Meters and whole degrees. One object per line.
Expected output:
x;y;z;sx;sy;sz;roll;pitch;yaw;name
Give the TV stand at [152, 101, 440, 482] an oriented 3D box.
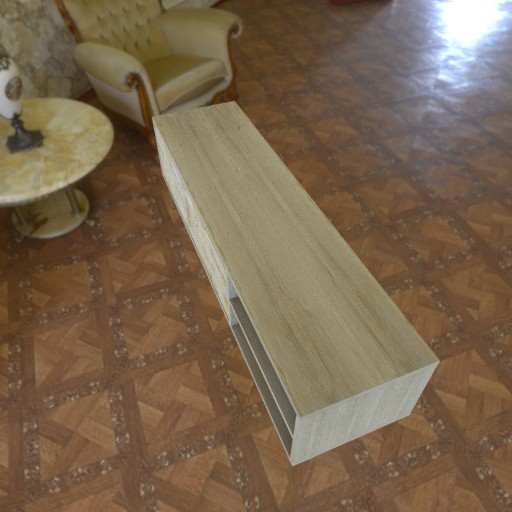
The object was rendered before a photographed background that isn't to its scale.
0.000;0.000;1.855;0.420;0.550;1.600;-16;48;-15;TV stand
